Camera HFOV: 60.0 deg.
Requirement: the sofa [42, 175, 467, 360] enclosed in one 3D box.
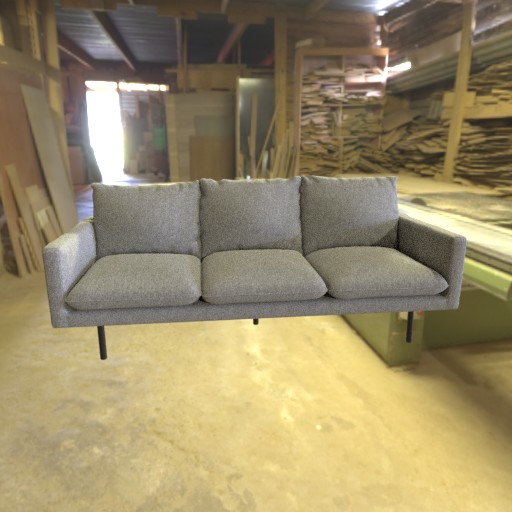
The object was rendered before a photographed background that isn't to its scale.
[{"bbox_3d":[0.000,0.000,2.474,2.000,0.830,0.850,-2,15,-7],"label":"sofa"}]
